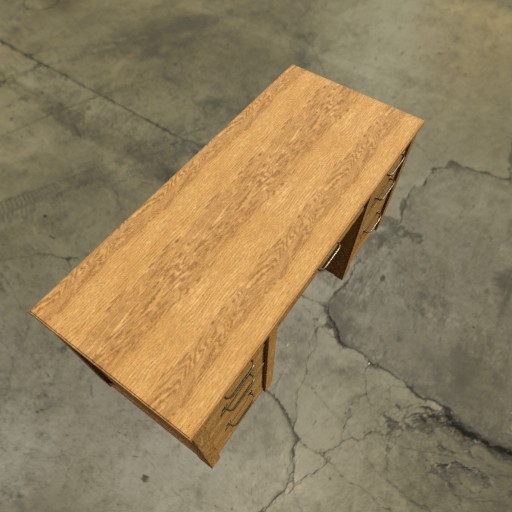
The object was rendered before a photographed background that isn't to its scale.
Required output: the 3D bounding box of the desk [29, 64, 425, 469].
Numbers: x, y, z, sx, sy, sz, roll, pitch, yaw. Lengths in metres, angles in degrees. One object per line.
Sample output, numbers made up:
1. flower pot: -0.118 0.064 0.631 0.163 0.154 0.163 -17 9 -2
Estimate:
1. desk: 0.000 0.000 1.973 0.685 0.751 1.567 31 63 18
